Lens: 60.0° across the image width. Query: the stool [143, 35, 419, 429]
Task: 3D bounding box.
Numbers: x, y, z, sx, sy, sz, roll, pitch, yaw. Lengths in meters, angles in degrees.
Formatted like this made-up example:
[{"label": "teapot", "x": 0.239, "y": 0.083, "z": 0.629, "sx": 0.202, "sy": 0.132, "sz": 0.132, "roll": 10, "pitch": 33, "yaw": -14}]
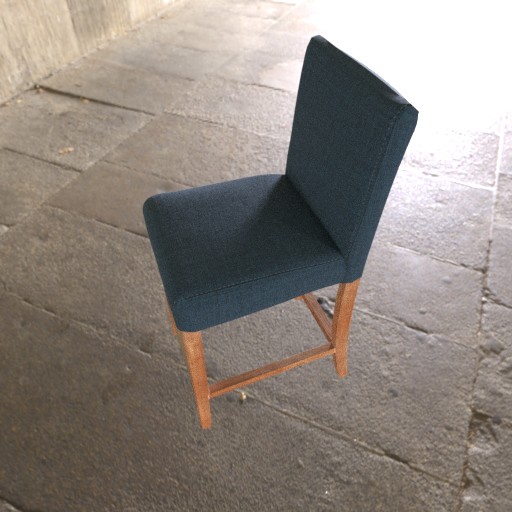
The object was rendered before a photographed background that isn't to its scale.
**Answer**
[{"label": "stool", "x": 0.000, "y": 0.000, "z": 1.300, "sx": 0.567, "sy": 1.039, "sz": 0.454, "roll": -15, "pitch": 47, "yaw": -14}]
